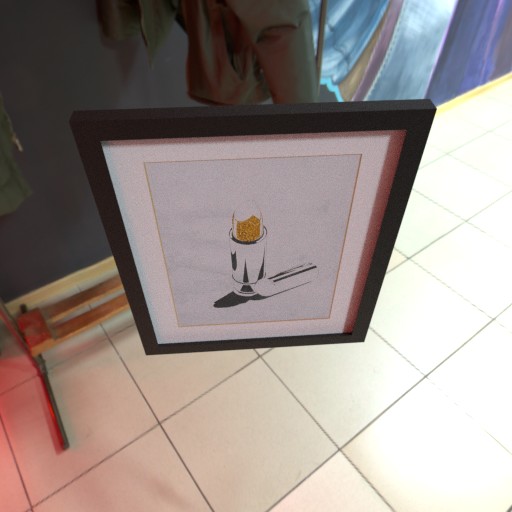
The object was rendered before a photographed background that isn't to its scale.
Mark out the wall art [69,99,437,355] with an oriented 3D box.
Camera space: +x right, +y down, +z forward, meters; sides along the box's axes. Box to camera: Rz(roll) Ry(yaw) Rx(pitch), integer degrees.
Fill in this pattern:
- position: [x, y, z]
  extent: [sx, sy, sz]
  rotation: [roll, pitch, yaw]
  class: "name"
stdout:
- position: [0.000, 0.000, 0.539]
  extent: [0.330, 0.381, 0.019]
  rotation: [-3, 46, -3]
  class: "wall art"
